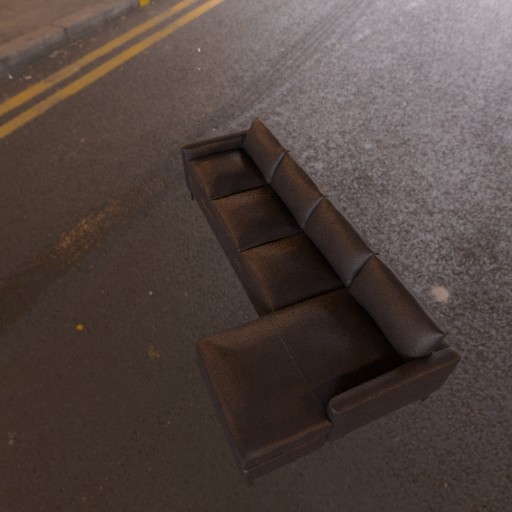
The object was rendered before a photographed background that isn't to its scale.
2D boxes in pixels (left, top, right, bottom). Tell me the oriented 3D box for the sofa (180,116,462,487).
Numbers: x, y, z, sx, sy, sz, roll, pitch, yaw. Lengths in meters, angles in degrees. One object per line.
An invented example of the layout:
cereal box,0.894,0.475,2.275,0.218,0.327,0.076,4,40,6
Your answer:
sofa,0.000,0.000,3.607,1.471,0.859,2.993,-18,49,-16
